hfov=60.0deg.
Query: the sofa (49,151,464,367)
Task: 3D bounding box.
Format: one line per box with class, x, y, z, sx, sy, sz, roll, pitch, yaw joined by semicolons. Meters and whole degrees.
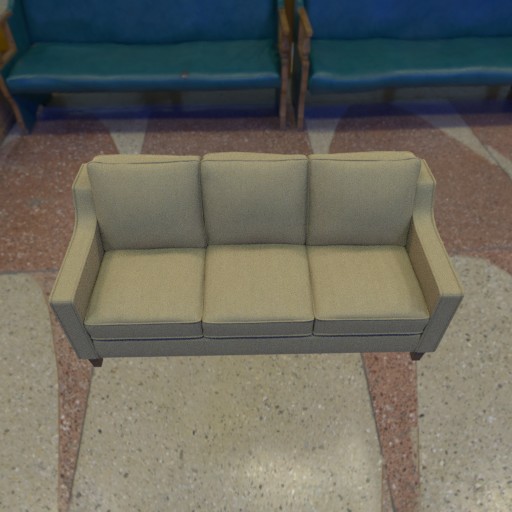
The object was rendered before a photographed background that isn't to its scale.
sofa;0.000;0.000;2.517;1.986;0.974;0.911;-1;46;-1
